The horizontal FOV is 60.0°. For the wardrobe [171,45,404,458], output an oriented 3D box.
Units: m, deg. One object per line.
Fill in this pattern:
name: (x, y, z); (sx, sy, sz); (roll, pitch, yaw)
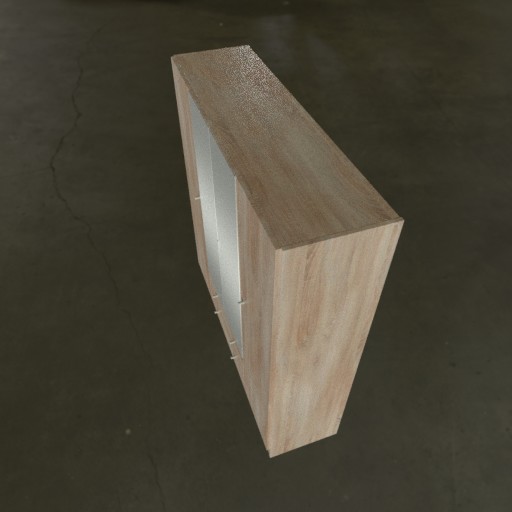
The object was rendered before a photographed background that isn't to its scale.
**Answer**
wardrobe: (0.000, 0.000, 3.196); (0.598, 2.159, 1.998); (-14, 48, -13)
